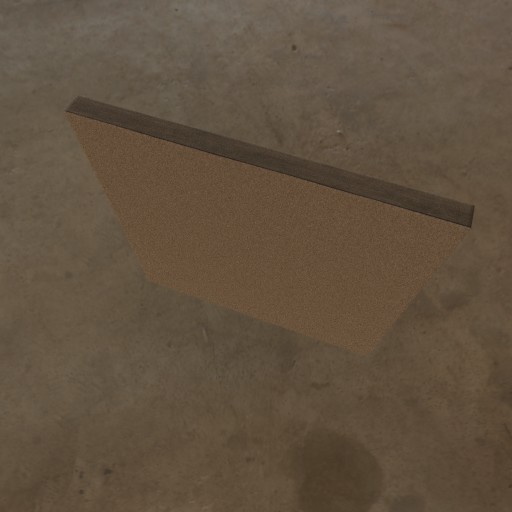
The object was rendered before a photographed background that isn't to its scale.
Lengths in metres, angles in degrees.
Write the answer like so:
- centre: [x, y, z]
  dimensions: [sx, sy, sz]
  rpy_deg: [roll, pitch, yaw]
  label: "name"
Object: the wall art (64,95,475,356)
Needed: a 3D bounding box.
- centre: [0.000, 0.000, 1.109]
  dimensions: [0.749, 0.751, 0.050]
  rpy_deg: [18, 63, 9]
  label: "wall art"
